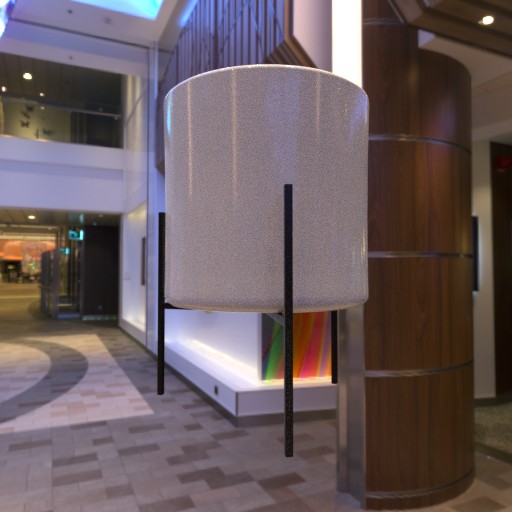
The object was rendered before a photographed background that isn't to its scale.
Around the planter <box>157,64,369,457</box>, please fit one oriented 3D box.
[{"bbox_3d":[0.000,0.000,0.723,0.361,0.480,0.360,-1,-2,19],"label":"planter"}]
